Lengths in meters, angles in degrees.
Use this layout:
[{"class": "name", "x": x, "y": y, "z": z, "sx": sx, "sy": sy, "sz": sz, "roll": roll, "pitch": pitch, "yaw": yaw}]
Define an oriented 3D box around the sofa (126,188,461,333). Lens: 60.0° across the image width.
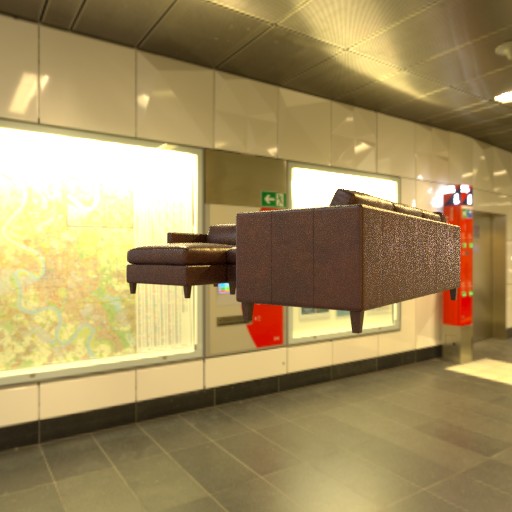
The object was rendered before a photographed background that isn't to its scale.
[{"class": "sofa", "x": 0.000, "y": 0.000, "z": 4.474, "sx": 3.324, "sy": 0.891, "sz": 2.452, "roll": 0, "pitch": 0, "yaw": 37}]
